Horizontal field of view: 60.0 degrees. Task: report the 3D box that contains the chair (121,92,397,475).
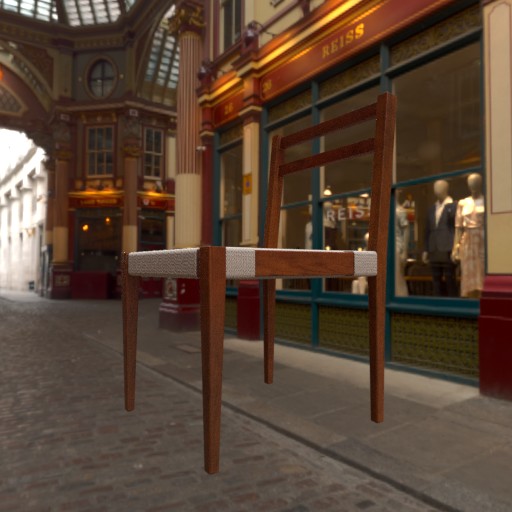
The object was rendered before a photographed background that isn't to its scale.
[{"bbox_3d":[0.000,0.000,1.196,0.569,0.851,0.495,1,-2,-35],"label":"chair"}]
